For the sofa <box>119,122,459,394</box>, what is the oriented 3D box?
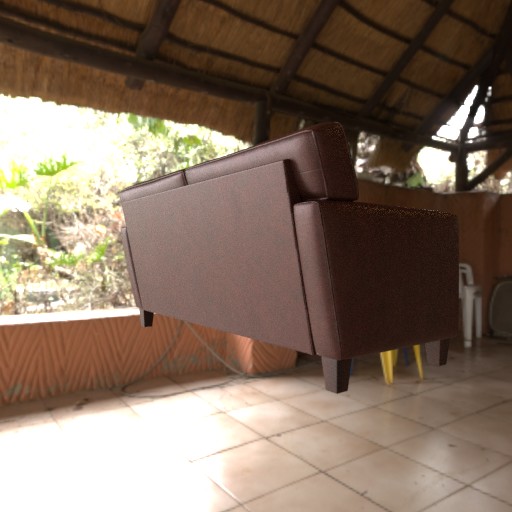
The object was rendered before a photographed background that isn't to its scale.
[{"bbox_3d":[0.000,0.000,2.373,0.912,0.928,1.876,0,0,-36],"label":"sofa"}]
